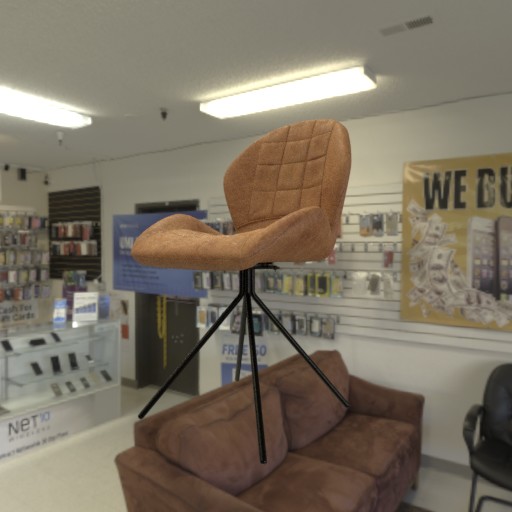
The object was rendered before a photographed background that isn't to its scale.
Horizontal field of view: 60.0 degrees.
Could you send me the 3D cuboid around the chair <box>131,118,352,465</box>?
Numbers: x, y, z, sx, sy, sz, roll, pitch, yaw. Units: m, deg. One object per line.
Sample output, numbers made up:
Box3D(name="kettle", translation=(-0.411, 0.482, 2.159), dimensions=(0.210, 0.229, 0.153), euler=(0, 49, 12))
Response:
Box3D(name="chair", translation=(0.000, 0.000, 1.330), dimensions=(0.527, 0.929, 0.640), euler=(1, 2, 37))
